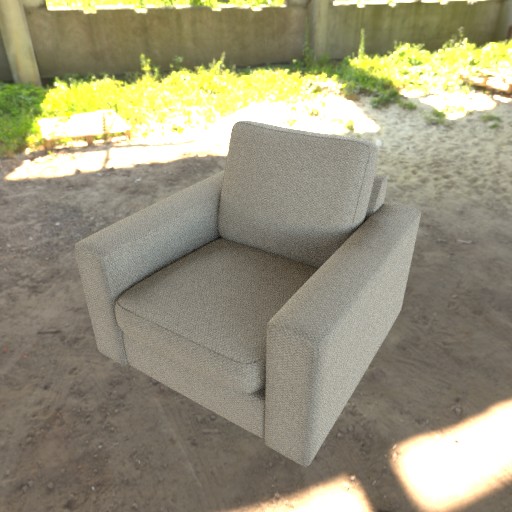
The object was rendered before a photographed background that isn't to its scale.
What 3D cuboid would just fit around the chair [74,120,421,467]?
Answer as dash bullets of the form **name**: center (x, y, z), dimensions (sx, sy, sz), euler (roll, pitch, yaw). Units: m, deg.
- **chair**: center (0.000, 0.000, 1.781), dimensions (1.005, 0.873, 1.016), euler (18, 35, 28)
